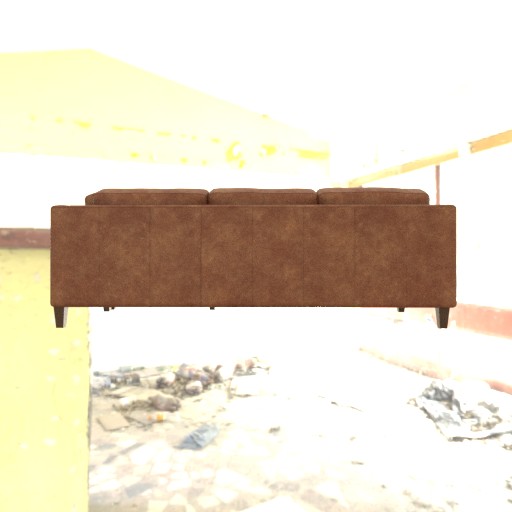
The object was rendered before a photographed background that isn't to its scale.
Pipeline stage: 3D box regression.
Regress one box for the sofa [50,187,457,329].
[{"bbox_3d":[0.000,0.000,4.310,2.452,0.888,3.324,0,0,1],"label":"sofa"}]
